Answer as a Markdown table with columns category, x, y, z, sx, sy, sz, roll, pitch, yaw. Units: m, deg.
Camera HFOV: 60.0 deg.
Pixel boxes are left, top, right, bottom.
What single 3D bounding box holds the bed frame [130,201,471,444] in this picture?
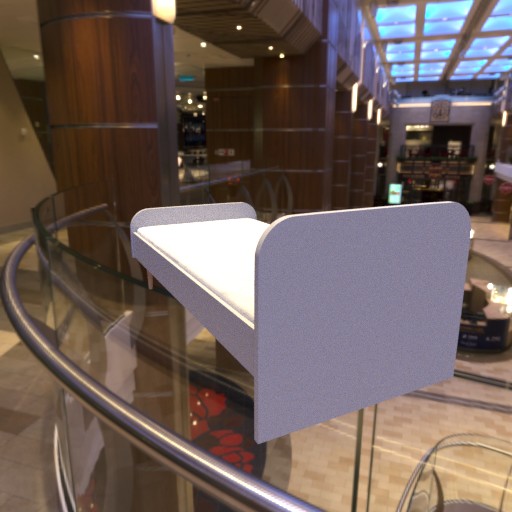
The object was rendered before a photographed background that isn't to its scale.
| category | x | y | z | sx | sy | sz | roll | pitch | yaw |
| --- | --- | --- | --- | --- | --- | --- | --- | --- | --- |
| bed frame | 0.000 | 0.000 | 2.529 | 0.998 | 0.805 | 1.963 | -7 | 16 | -26 |
